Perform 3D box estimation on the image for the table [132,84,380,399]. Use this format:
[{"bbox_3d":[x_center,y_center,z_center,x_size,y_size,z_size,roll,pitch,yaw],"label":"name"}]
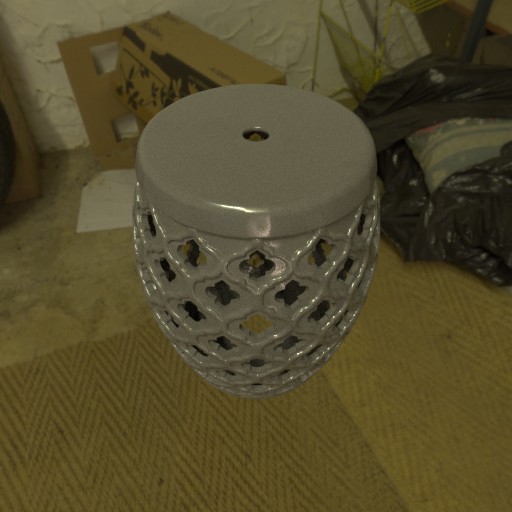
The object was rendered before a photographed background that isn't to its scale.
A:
[{"bbox_3d":[0.000,0.000,0.628,0.325,0.388,0.325,0,46,0],"label":"table"}]
